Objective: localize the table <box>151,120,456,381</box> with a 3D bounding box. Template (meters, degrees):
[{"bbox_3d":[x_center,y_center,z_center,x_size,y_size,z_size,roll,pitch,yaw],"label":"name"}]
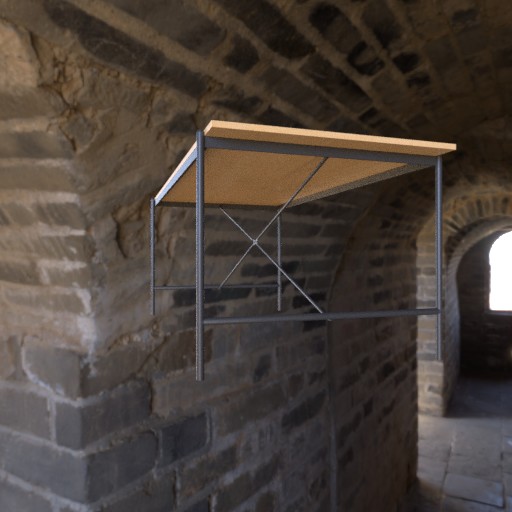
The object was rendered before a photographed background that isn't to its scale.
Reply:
[{"bbox_3d":[0.000,0.000,2.238,0.900,0.758,1.800,0,0,-18],"label":"table"}]
